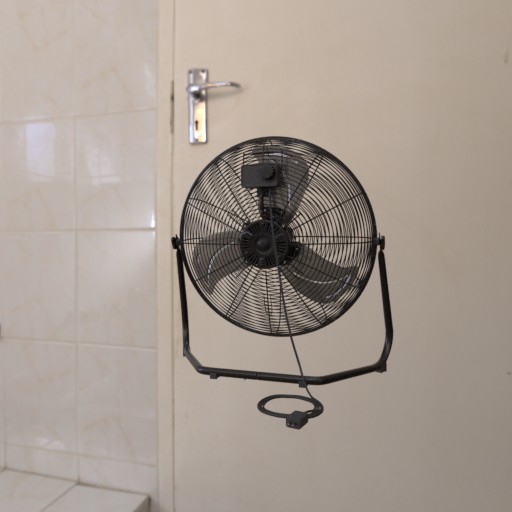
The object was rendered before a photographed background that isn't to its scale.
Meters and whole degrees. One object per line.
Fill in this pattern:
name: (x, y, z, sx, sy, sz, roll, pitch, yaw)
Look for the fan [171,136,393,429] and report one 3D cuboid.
fan: (0.000, 0.000, 0.938, 0.555, 0.546, 0.424, 0, 1, 18)
